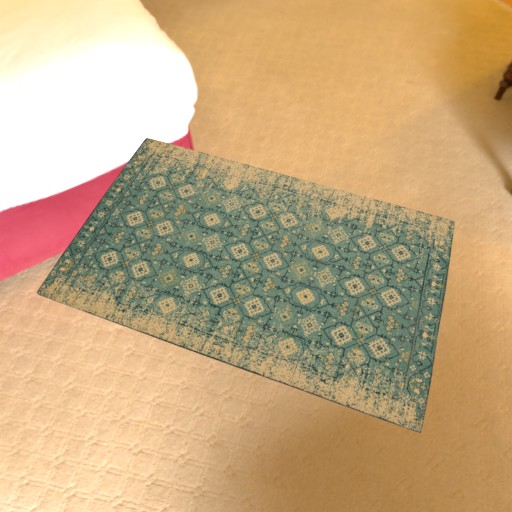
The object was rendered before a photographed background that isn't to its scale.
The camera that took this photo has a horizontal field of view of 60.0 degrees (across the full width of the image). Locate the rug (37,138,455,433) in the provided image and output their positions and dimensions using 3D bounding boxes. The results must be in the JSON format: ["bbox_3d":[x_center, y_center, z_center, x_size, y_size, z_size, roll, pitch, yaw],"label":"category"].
[{"bbox_3d":[0.000,0.000,2.174,1.795,0.008,1.102,17,60,11],"label":"rug"}]
